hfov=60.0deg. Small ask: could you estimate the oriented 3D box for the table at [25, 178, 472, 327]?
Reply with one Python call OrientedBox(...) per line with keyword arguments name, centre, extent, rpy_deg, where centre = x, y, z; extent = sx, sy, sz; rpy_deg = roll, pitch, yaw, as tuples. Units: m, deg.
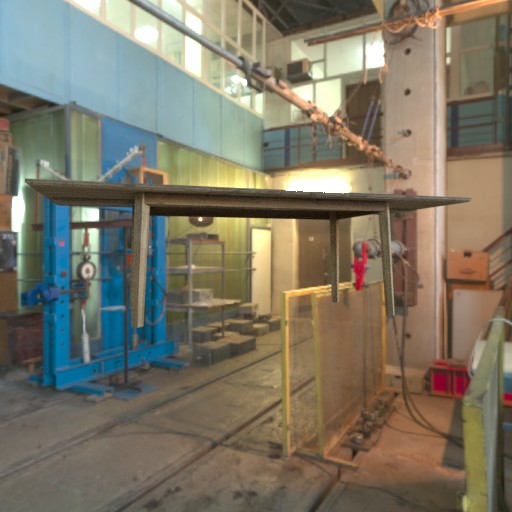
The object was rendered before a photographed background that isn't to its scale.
OrientedBox(name="table", centre=(0.000, 0.000, 2.970), extent=(2.603, 0.752, 1.000), rpy_deg=(0, 0, -17))
